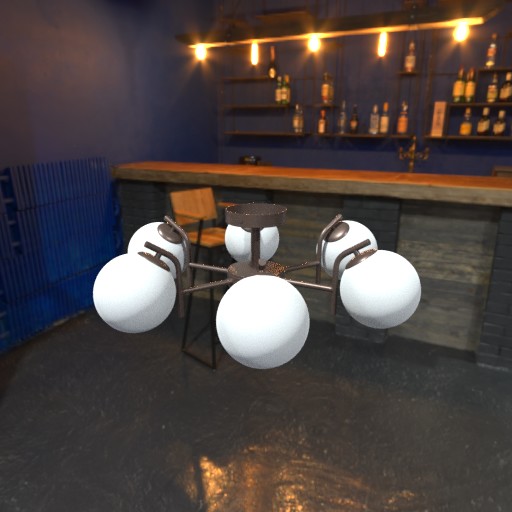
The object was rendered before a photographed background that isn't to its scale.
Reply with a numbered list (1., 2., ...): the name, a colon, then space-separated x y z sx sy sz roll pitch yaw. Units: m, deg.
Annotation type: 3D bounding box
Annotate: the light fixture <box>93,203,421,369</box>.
1. light fixture: 0.000 0.000 0.930 0.662 0.201 0.662 0 17 0
